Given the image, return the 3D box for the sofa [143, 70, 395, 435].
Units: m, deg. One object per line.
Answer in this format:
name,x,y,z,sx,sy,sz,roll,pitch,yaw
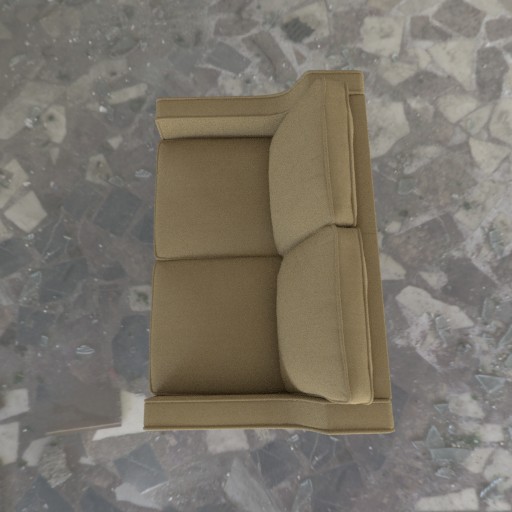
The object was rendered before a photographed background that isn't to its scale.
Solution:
sofa,0.000,0.000,2.101,0.987,0.971,1.501,-1,76,0
